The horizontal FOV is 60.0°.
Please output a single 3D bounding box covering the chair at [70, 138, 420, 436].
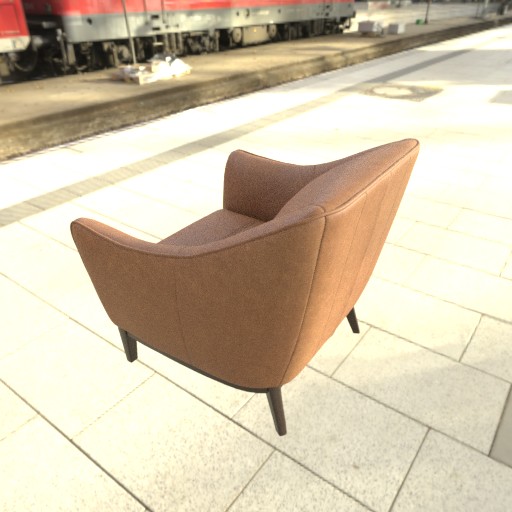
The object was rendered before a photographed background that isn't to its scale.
[{"bbox_3d":[0.000,0.000,1.560,0.852,0.830,0.871,20,36,29],"label":"chair"}]
